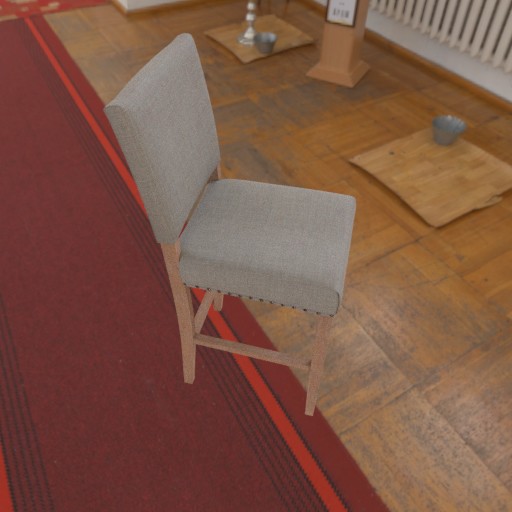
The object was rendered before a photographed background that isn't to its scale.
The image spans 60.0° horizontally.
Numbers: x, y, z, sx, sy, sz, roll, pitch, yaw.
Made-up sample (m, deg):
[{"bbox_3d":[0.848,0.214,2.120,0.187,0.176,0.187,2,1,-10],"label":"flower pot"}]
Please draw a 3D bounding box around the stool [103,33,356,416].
[{"bbox_3d":[0.000,0.000,1.461,0.585,1.203,0.445,10,47,10],"label":"stool"}]
